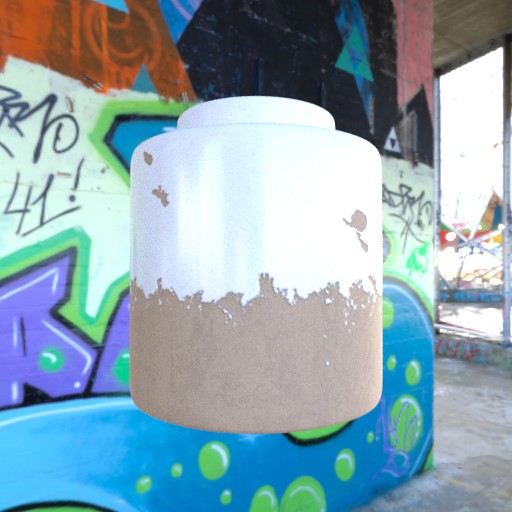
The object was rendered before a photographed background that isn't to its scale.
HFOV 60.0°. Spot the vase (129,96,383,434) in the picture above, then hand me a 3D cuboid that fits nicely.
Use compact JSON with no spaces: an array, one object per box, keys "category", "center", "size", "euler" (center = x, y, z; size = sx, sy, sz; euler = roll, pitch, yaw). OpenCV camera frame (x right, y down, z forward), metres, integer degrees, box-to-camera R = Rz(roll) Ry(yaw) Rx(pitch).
[{"category":"vase","center":[0.000,0.000,0.279],"size":[0.153,0.167,0.153],"euler":[0,-1,0]}]
